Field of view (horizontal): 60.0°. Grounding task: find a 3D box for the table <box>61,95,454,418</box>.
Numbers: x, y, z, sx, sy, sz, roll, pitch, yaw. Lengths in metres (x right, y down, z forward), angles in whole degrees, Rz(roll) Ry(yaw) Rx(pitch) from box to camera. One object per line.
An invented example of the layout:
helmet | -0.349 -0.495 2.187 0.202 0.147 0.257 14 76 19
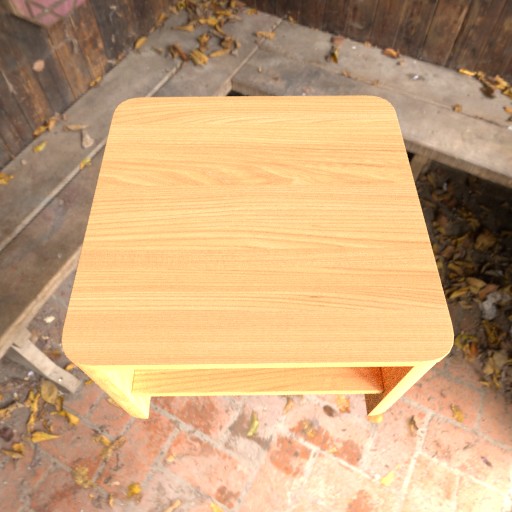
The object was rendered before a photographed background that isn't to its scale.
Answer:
table | 0.000 0.000 1.204 0.750 0.450 0.750 -1 58 0
